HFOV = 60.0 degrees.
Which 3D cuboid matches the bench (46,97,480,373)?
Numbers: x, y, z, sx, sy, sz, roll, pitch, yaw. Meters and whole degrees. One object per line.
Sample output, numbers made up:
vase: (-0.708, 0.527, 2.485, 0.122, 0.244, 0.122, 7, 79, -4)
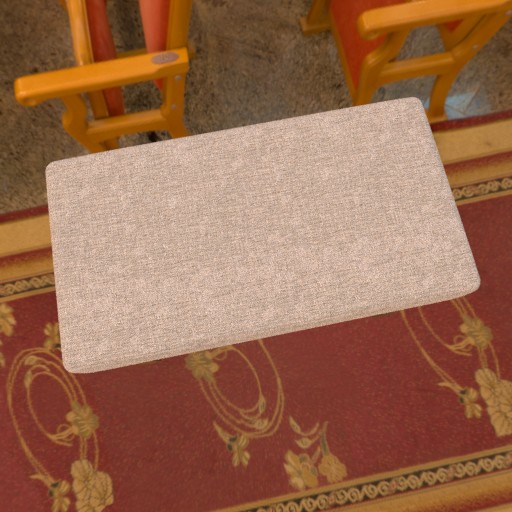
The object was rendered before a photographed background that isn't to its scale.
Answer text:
bench: (0.000, 0.000, 0.953, 0.681, 0.467, 0.366, -11, 76, -3)
